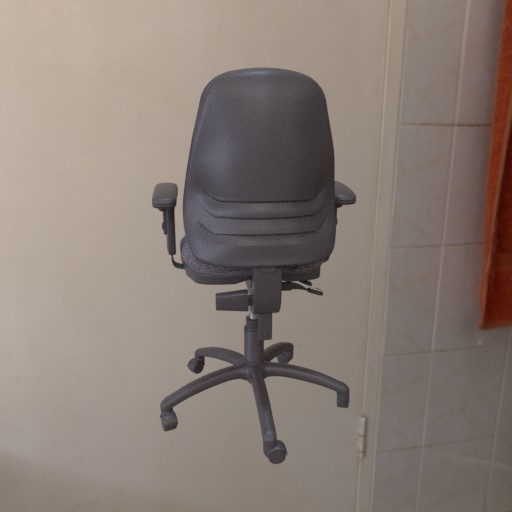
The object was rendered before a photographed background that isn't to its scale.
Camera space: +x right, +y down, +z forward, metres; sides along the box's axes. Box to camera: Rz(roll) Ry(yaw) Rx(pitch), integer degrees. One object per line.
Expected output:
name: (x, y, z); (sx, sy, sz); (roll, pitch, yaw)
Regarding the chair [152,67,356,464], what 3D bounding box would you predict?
chair: (0.000, 0.000, 1.208); (0.550, 0.910, 0.530); (-2, 15, -8)
